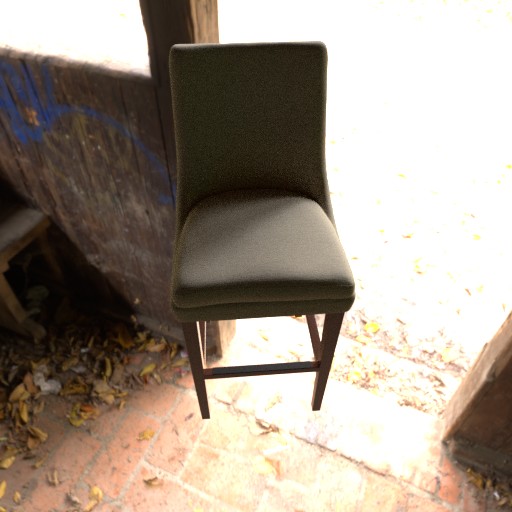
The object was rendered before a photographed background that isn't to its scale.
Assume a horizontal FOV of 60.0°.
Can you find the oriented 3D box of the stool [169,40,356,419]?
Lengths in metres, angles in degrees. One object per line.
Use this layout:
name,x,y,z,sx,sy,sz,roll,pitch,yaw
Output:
stool,0.000,0.000,1.361,0.470,1.078,0.577,-3,45,-3
